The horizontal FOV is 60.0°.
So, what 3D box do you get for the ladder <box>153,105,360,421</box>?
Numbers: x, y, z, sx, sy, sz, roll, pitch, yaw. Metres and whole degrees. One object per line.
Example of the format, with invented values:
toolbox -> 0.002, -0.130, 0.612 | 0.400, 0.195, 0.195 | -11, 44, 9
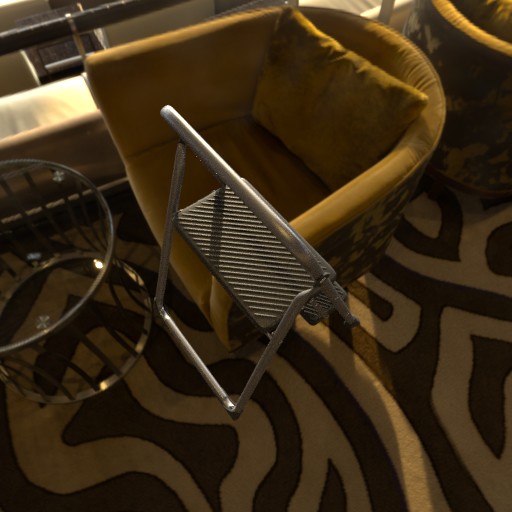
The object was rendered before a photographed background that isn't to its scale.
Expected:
ladder -> 0.000, 0.000, 1.029 | 0.472, 0.720, 0.430 | -34, 66, -18
